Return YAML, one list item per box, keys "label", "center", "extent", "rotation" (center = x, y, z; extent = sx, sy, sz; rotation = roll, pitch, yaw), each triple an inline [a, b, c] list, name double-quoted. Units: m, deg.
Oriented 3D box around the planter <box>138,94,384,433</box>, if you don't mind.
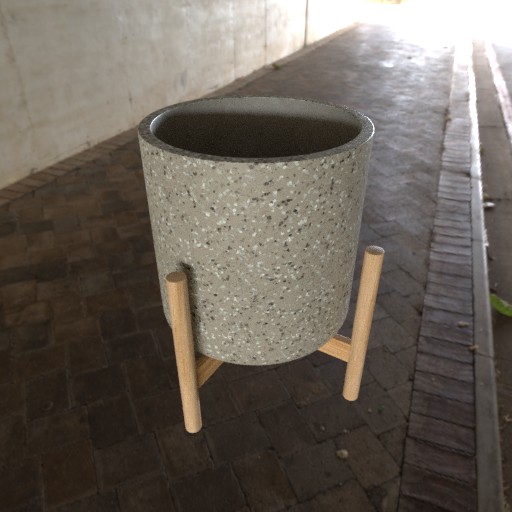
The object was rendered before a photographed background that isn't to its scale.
- label: "planter"
  center: [0.000, 0.000, 0.694]
  extent: [0.360, 0.419, 0.360]
  rotation: [-21, 38, -30]
